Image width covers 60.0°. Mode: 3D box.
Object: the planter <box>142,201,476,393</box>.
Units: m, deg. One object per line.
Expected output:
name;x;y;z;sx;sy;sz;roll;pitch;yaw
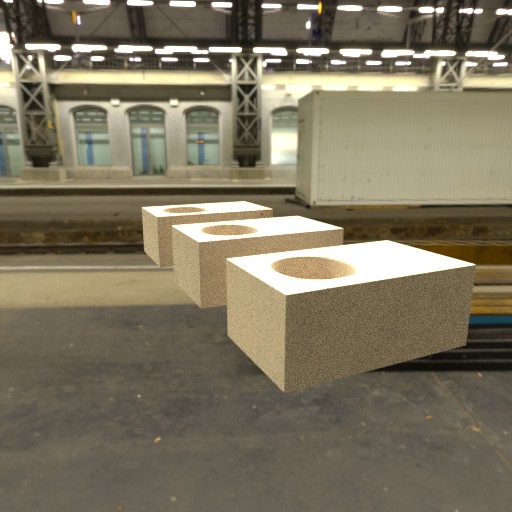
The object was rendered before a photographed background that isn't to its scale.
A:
planter;0.000;0.000;0.384;0.127;0.051;0.333;-7;15;-25
